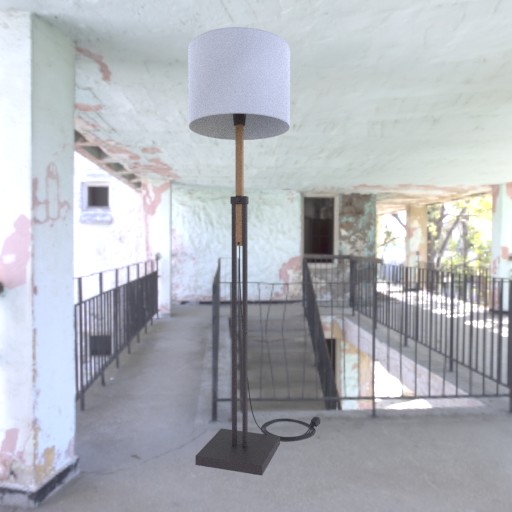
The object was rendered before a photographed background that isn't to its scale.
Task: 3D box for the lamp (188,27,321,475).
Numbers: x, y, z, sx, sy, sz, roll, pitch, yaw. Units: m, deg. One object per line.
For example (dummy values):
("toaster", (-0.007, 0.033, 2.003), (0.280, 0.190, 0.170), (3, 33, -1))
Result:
("lamp", (0.000, 0.000, 1.906), (0.474, 1.650, 0.639), (0, 1, 17))
